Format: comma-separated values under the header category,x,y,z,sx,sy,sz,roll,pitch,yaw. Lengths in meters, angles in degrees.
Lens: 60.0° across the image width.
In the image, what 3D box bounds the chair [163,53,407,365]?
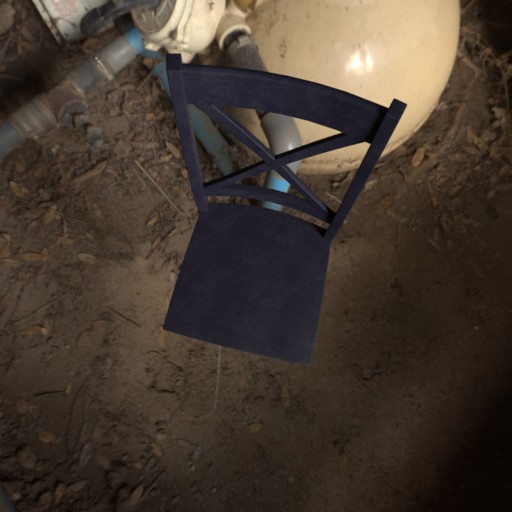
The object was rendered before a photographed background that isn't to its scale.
category,x,y,z,sx,sy,sz,roll,pitch,yaw
chair,0.000,0.000,1.292,0.485,0.983,0.542,13,77,3
